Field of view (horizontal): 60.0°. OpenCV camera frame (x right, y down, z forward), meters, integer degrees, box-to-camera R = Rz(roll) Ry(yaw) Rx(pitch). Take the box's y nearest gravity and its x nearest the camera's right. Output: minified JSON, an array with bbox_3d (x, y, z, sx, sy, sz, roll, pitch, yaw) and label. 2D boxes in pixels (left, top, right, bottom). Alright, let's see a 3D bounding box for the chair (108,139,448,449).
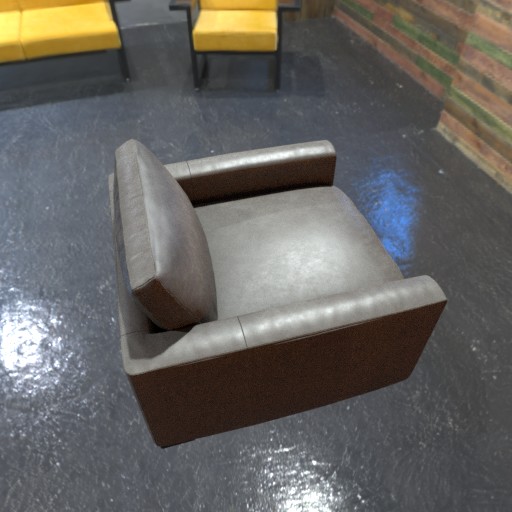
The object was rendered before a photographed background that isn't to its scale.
[{"bbox_3d":[0.000,0.000,1.836,1.080,0.807,1.106,-11,46,-11],"label":"chair"}]
